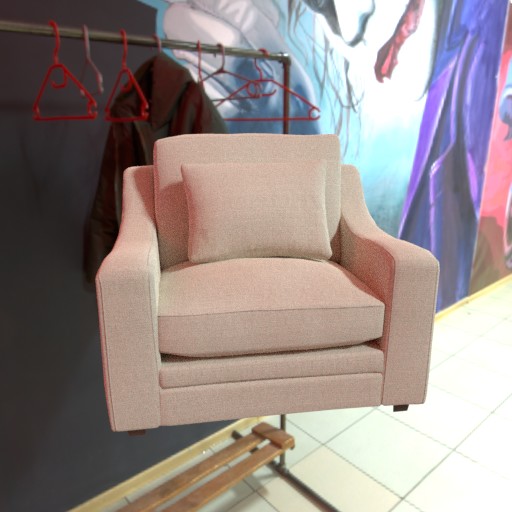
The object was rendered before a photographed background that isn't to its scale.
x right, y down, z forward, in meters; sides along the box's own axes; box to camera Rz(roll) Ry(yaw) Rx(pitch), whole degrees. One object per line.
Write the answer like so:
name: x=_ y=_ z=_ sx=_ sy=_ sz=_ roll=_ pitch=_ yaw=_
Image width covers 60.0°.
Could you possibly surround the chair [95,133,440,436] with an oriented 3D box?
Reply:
chair: x=0.000 y=0.000 z=1.921 sx=1.178 sy=1.016 sz=1.009 roll=-2 pitch=17 yaw=-8
